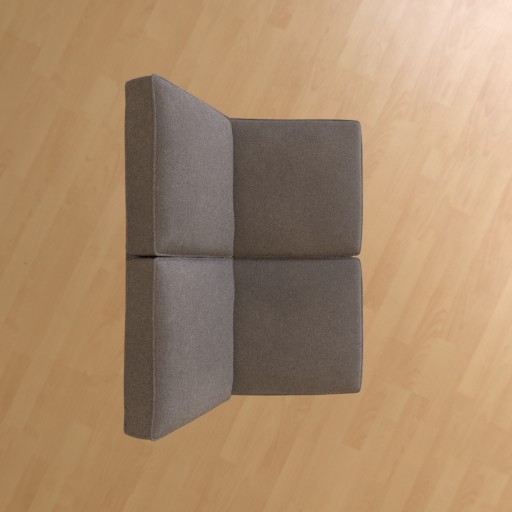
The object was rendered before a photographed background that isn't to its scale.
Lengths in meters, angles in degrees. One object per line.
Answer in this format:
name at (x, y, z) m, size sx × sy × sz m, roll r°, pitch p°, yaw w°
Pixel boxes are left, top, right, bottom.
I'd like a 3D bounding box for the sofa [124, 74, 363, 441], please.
sofa at (0.000, 0.000, 1.929) m, size 0.951 × 1.008 × 1.237 m, roll 0°, pitch 89°, yaw -1°
